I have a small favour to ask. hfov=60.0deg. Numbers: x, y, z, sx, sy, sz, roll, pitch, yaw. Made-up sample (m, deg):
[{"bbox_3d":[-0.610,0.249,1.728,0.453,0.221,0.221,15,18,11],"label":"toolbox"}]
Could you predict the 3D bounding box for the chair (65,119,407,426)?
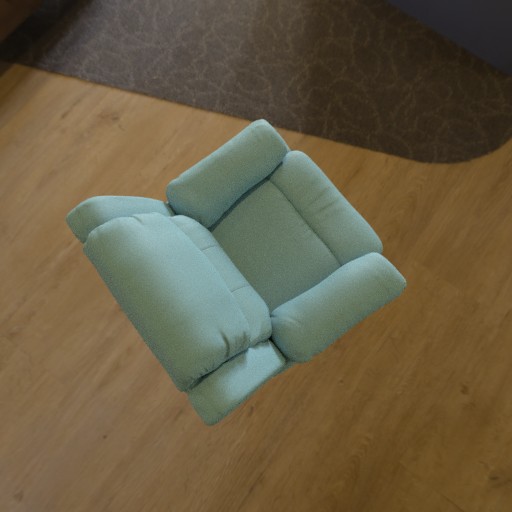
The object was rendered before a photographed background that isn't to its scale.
[{"bbox_3d":[0.000,0.000,1.293,0.709,0.702,0.680,-36,78,-9],"label":"chair"}]
